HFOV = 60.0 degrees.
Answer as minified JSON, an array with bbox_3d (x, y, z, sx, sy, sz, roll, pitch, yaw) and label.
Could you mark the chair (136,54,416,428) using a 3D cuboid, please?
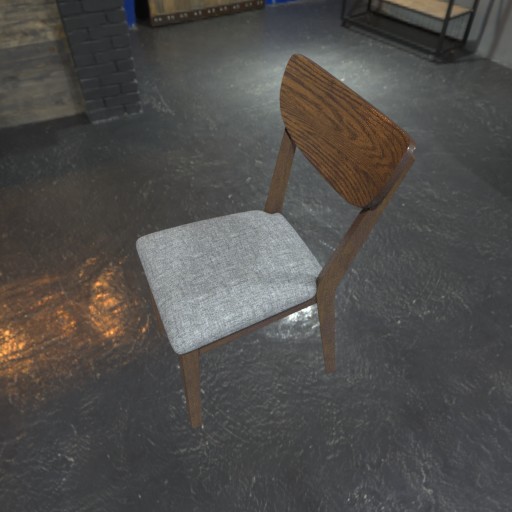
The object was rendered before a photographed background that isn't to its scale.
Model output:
[{"bbox_3d":[0.000,0.000,1.209,0.583,0.849,0.491,-17,48,-16],"label":"chair"}]
